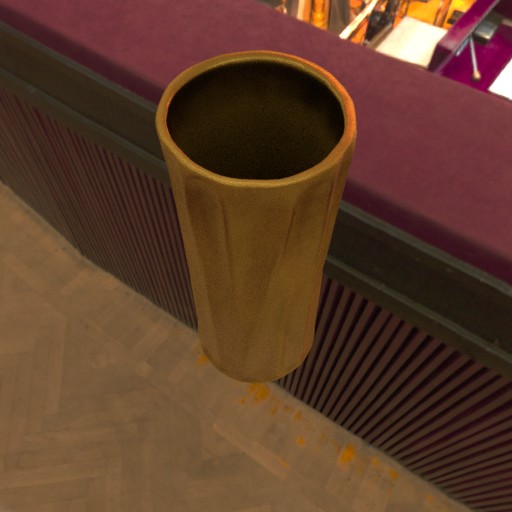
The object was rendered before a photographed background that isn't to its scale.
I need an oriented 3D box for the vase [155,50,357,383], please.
[{"bbox_3d":[0.000,0.000,0.174,0.061,0.143,0.061,0,58,0],"label":"vase"}]
